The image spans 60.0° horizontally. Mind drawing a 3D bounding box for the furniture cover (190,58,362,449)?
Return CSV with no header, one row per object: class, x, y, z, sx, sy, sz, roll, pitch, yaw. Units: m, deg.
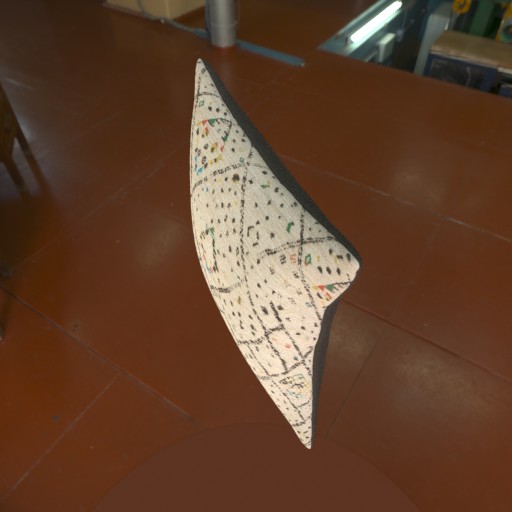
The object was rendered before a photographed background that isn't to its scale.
furniture cover,0.000,0.000,0.777,0.180,0.498,0.525,-17,50,-15
